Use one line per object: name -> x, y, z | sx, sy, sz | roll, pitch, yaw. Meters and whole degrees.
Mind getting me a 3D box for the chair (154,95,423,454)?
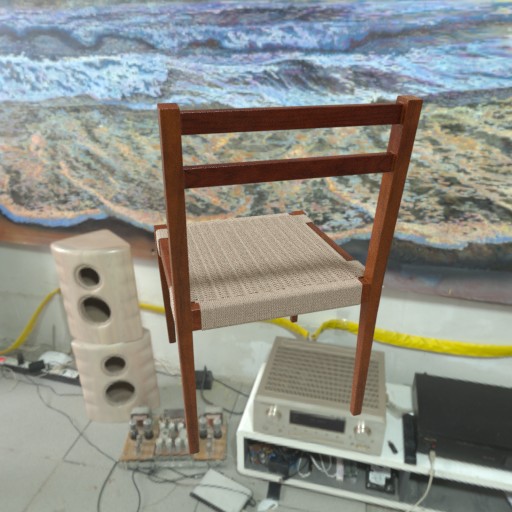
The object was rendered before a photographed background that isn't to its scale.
chair -> 0.000, 0.000, 1.196 | 0.495, 0.851, 0.569 | -7, 26, -15
